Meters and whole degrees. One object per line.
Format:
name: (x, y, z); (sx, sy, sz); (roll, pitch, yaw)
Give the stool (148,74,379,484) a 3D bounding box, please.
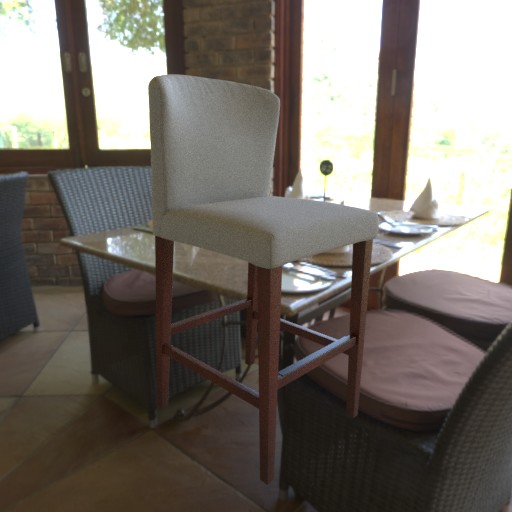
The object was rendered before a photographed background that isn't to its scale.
stool: (0.000, 0.000, 1.351); (0.568, 1.069, 0.479); (14, 20, 43)
